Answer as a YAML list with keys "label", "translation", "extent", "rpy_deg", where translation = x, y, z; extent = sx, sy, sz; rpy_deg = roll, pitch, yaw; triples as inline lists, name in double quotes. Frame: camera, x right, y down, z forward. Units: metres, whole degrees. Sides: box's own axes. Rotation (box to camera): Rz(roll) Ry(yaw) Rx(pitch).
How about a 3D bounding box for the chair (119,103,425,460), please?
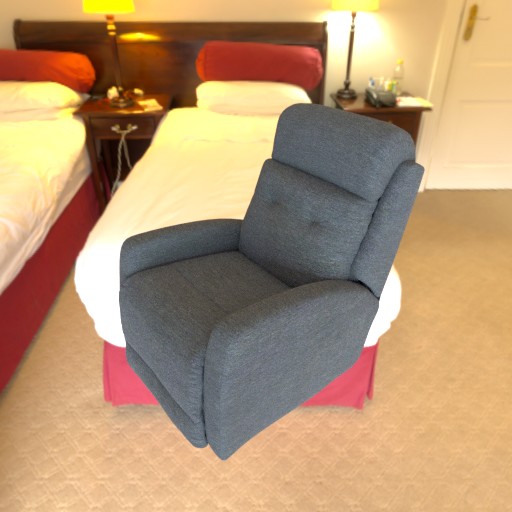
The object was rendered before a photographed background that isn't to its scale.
- label: "chair"
  translation: [0.000, 0.000, 1.757]
  extent: [1.043, 1.013, 0.798]
  rpy_deg: [-23, 39, -32]
